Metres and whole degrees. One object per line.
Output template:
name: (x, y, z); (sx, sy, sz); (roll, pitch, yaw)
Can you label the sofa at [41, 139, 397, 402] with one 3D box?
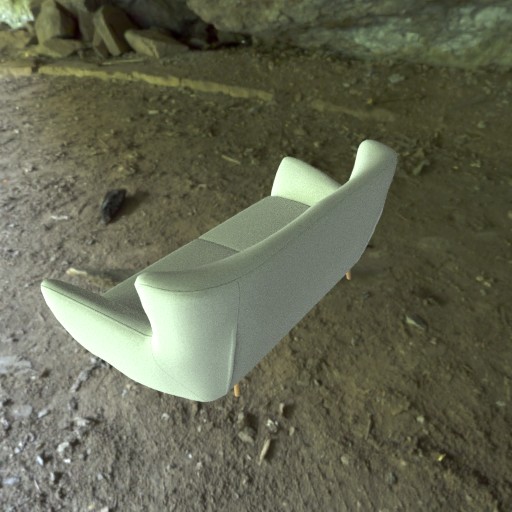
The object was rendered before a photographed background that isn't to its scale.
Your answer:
sofa: (0.000, 0.000, 2.371); (0.899, 0.890, 1.930); (21, 38, 30)
